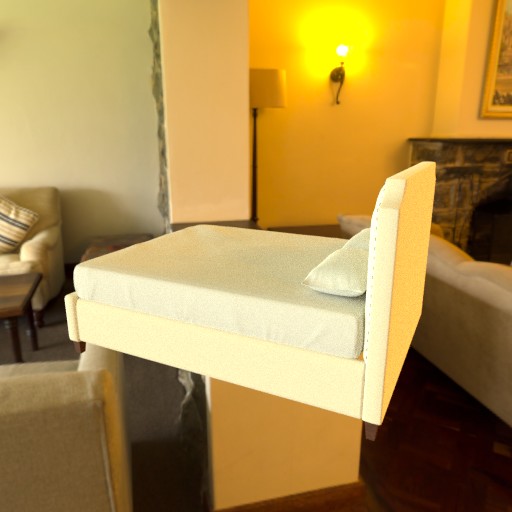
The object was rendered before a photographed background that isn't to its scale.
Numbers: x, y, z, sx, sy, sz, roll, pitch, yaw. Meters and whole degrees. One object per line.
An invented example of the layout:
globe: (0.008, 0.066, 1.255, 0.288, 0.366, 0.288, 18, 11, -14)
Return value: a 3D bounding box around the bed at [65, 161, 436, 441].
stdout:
bed: (0.000, 0.000, 3.427, 2.329, 1.415, 1.703, 8, 17, 26)
